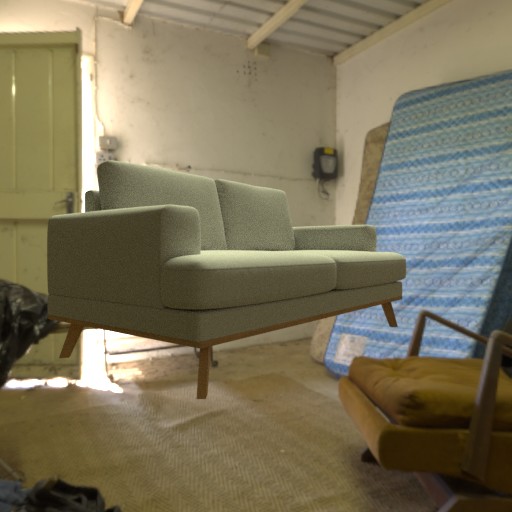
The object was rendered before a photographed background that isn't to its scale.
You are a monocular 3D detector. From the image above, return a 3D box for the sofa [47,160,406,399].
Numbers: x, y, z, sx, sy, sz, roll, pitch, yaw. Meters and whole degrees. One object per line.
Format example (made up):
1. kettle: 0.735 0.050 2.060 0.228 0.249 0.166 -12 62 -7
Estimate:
1. sofa: 0.000 0.000 2.147 0.915 0.810 1.651 1 1 38
